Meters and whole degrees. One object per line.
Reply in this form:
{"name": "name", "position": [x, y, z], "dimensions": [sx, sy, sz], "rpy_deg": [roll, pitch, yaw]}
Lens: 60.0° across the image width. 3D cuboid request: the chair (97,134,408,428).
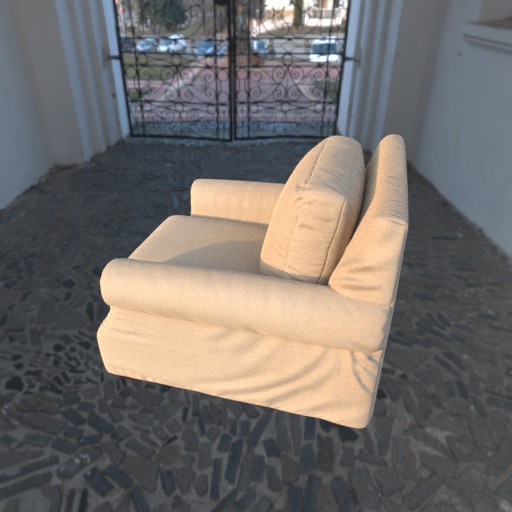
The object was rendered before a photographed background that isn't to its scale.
{"name": "chair", "position": [0.000, 0.000, 1.768], "dimensions": [1.066, 0.866, 0.940], "rpy_deg": [8, 32, 13]}
